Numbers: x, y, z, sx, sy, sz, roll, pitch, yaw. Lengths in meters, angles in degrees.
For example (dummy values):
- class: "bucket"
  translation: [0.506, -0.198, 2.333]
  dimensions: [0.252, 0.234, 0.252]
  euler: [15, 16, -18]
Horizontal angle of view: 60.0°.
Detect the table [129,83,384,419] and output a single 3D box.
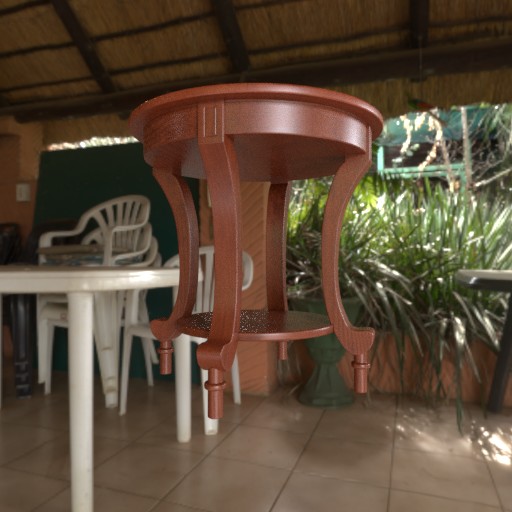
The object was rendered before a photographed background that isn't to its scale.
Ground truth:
- class: "table"
  translation: [0.000, 0.000, 1.080]
  dimensions: [0.597, 0.612, 0.597]
  euler: [0, 0, 0]
